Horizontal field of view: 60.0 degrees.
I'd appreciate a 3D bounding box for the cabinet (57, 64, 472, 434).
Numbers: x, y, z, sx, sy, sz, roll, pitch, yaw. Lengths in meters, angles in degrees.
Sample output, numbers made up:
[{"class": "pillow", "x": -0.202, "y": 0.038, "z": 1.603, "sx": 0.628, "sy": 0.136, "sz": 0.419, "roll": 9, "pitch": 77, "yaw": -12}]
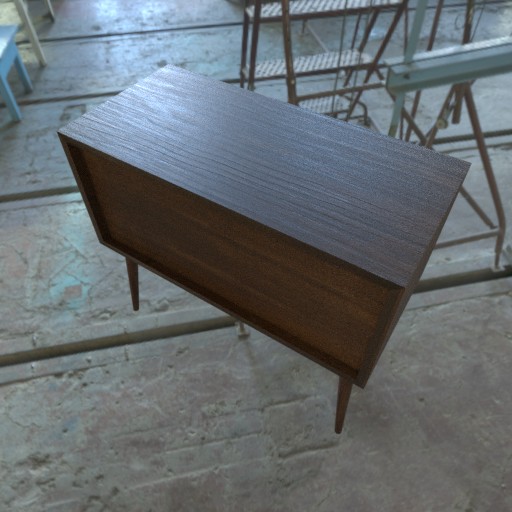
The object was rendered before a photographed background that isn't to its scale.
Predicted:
[{"class": "cabinet", "x": 0.000, "y": 0.000, "z": 1.117, "sx": 0.743, "sy": 0.654, "sz": 0.354, "roll": 26, "pitch": 53, "yaw": 21}]
